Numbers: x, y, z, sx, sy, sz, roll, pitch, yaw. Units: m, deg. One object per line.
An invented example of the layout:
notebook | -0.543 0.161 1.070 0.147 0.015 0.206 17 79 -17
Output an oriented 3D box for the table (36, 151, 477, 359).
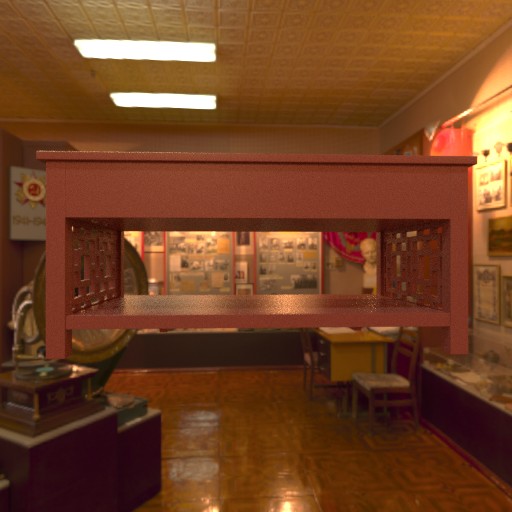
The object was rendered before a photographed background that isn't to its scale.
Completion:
table | 0.000 0.000 1.376 1.068 0.493 0.612 0 0 -3
